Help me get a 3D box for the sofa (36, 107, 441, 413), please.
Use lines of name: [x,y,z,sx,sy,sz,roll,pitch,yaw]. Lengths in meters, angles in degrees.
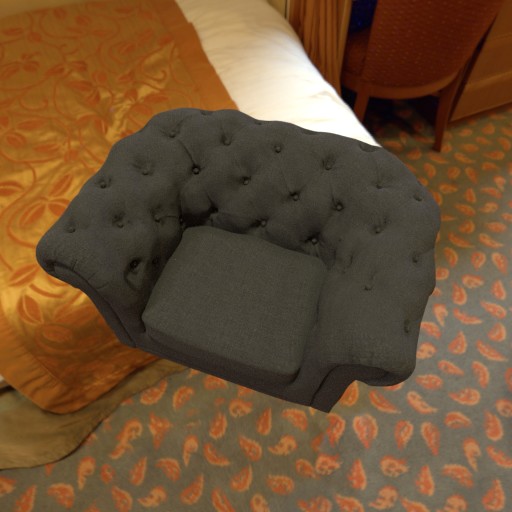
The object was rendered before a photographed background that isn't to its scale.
sofa: [0.000,0.000,2.001,1.405,0.878,1.032,16,58,10]
